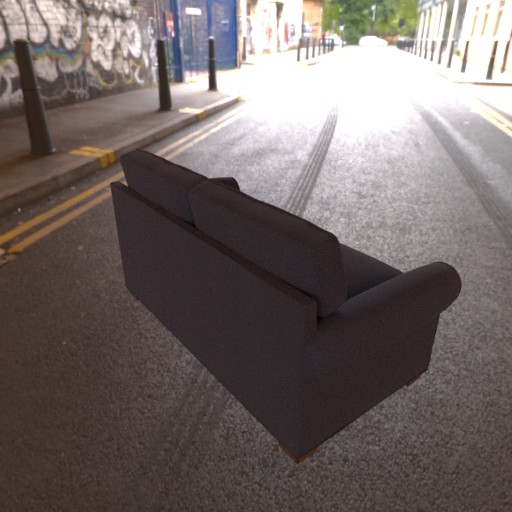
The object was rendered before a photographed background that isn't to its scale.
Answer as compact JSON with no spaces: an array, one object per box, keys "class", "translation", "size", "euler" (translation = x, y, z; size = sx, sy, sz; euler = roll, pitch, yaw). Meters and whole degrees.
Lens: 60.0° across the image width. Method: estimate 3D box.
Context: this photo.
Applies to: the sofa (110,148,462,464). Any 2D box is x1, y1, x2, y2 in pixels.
[{"class":"sofa","translation":[0.000,0.000,2.534],"size":[0.951,1.031,2.009],"euler":[-19,32,-33]}]
